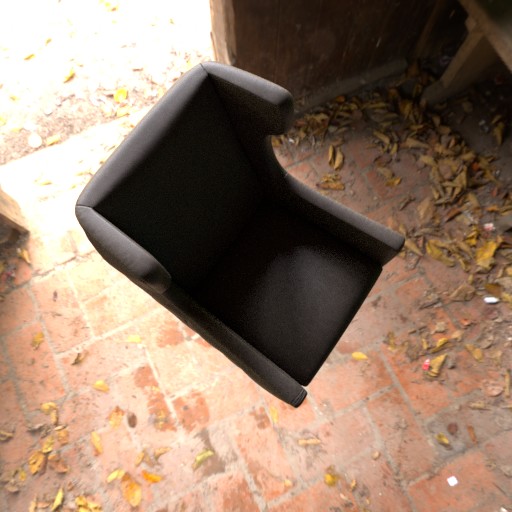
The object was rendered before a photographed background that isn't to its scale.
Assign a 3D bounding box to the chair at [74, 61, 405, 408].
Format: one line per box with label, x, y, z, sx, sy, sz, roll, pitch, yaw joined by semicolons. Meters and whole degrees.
chair;0.000;0.000;1.705;0.899;1.079;0.769;34;77;9
